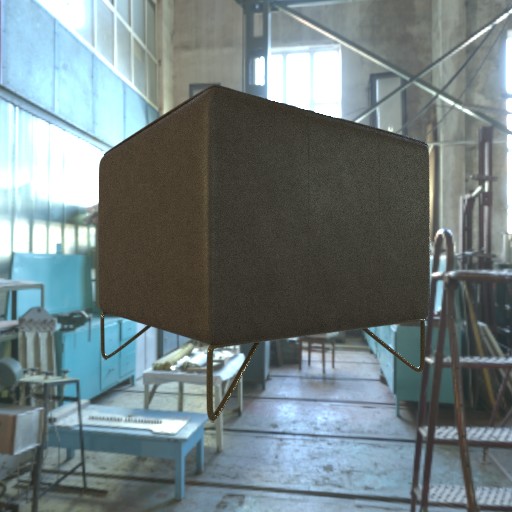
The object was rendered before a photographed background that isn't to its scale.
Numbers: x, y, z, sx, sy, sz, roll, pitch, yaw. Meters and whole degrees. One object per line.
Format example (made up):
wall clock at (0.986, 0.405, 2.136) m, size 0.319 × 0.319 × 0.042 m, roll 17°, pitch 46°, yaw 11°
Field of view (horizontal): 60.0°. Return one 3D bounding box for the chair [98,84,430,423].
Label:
chair at (0.000, 0.000, 1.607) m, size 0.894 × 0.790 × 0.880 m, roll 0°, pitch -1°, yaw -36°
